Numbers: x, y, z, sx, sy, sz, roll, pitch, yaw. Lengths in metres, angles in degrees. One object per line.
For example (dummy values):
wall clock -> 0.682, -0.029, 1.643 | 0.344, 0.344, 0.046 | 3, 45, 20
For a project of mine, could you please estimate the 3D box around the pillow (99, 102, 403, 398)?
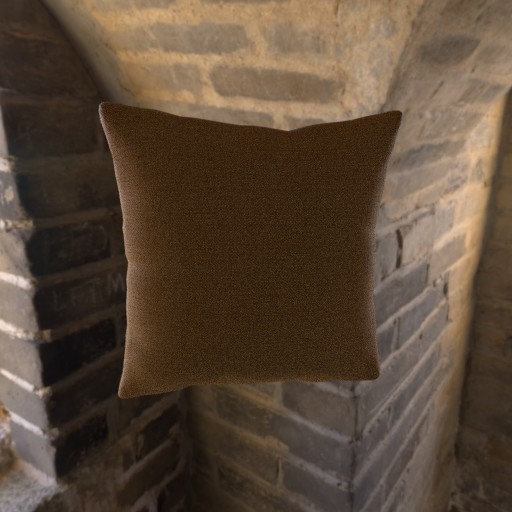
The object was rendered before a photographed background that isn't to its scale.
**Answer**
pillow -> 0.000, 0.000, 0.674 | 0.432, 0.437, 0.147 | -2, 13, -9
